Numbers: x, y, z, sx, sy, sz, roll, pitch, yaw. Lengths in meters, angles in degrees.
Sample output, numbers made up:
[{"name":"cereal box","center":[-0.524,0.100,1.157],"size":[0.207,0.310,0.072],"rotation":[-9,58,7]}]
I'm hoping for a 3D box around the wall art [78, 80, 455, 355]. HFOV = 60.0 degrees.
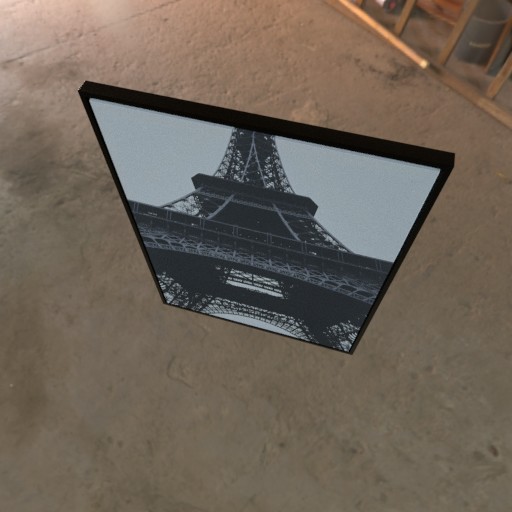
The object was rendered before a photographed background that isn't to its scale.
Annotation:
[{"name":"wall art","center":[0.000,0.000,1.371],"size":[0.805,1.062,0.040],"rotation":[14,59,8]}]
